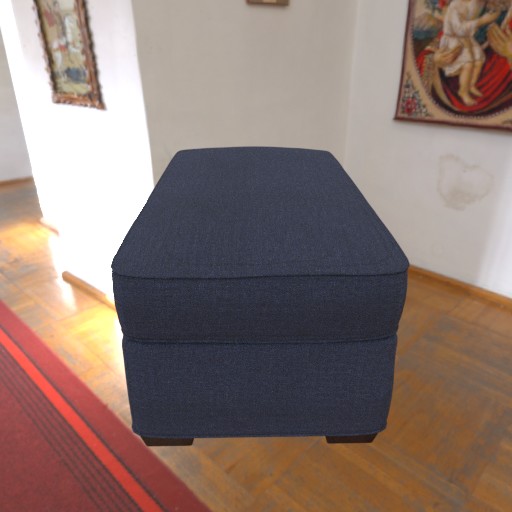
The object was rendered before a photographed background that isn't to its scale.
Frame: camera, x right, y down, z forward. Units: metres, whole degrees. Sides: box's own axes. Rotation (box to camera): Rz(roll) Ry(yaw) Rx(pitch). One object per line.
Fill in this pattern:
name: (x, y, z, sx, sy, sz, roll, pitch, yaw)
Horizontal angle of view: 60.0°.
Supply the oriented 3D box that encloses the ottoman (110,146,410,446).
ottoman: (0.000, 0.000, 1.165, 0.505, 0.453, 0.895, 0, 26, -1)
